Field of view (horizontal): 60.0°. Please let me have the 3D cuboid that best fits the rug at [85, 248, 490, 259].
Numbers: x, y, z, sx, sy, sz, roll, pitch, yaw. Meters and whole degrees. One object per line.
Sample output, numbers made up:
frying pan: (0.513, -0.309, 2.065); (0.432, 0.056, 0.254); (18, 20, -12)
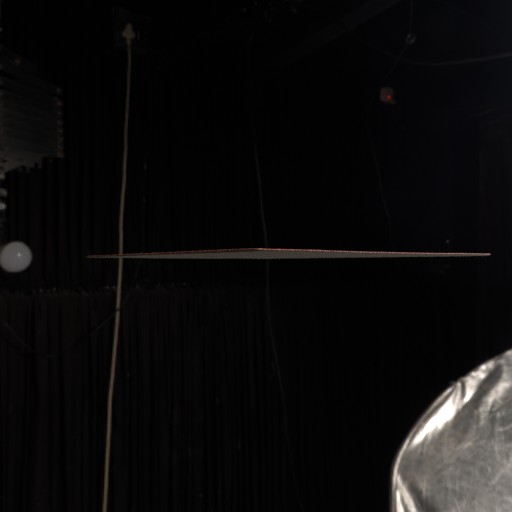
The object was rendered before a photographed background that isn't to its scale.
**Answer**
rug: (0.000, 0.000, 5.126); (2.803, 0.025, 3.965); (1, -1, -35)
